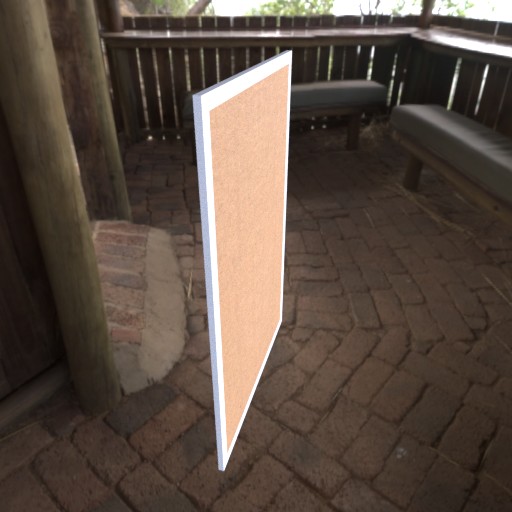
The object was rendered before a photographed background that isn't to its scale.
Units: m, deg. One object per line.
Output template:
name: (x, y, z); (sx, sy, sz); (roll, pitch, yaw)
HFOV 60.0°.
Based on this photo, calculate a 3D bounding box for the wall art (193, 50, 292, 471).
wall art: (0.000, 0.000, 1.218); (0.015, 0.965, 0.660); (9, 32, 14)
